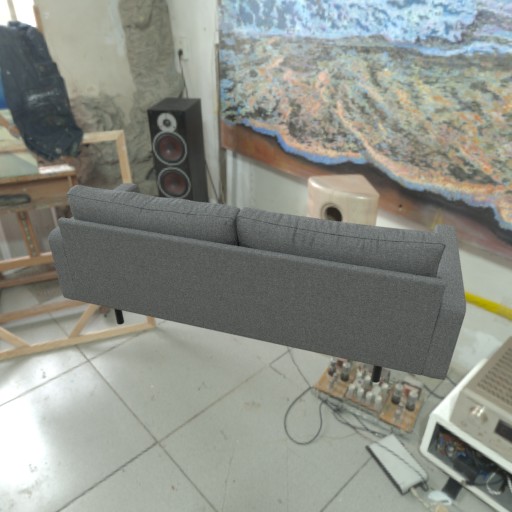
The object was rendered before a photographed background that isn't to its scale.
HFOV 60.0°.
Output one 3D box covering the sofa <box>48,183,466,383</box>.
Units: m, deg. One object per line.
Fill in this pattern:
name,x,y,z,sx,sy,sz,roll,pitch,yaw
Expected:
sofa,0.000,0.000,2.651,2.200,0.880,0.880,9,33,15
